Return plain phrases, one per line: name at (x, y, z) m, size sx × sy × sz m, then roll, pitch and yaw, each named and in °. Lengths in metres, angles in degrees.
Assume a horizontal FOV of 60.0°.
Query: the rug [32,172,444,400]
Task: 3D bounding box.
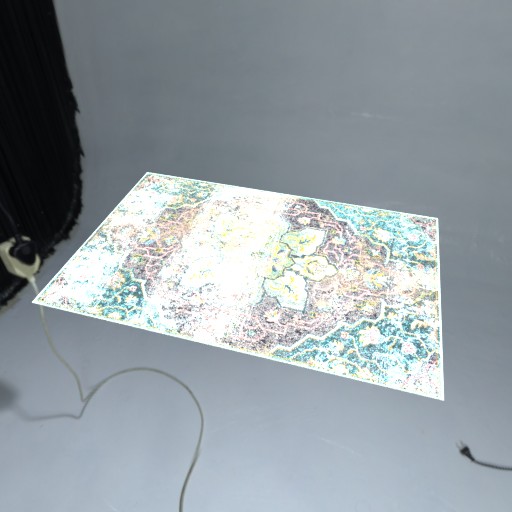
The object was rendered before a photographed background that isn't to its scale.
rug at (0.000, 0.000, 2.940) m, size 2.363 × 0.004 × 1.566 m, roll 11°, pitch 43°, yaw 13°
